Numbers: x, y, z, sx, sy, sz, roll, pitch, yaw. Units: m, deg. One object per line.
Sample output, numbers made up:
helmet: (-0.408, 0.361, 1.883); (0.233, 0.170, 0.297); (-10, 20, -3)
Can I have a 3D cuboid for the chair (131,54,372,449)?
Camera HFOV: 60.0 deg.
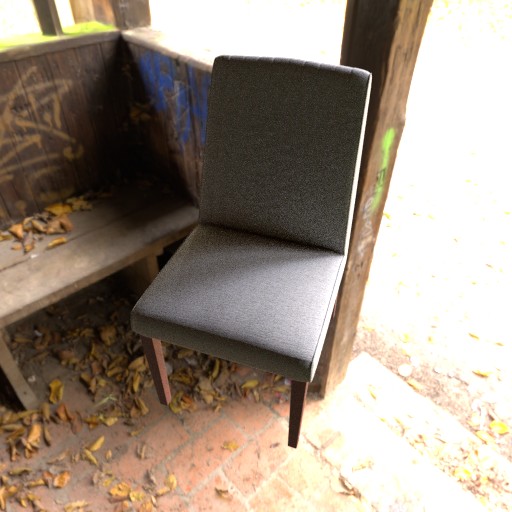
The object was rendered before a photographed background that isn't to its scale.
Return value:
chair: (0.000, 0.000, 1.238); (0.480, 0.900, 0.594); (13, 42, 14)
